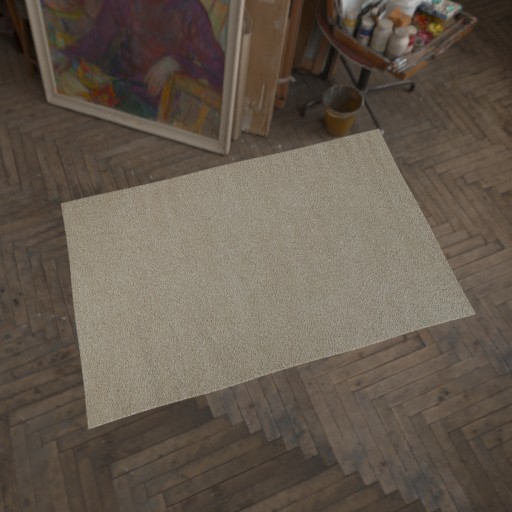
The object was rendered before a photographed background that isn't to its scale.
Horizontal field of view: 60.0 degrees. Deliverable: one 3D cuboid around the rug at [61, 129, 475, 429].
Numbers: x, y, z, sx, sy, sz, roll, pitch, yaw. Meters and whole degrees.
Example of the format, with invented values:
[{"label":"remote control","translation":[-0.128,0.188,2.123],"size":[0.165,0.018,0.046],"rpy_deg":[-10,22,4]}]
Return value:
[{"label":"rug","translation":[0.000,0.000,2.874],"size":[2.346,0.025,1.500],"rpy_deg":[-15,66,-7]}]
